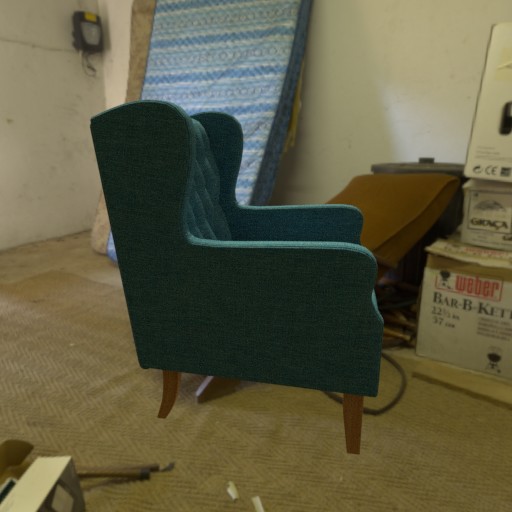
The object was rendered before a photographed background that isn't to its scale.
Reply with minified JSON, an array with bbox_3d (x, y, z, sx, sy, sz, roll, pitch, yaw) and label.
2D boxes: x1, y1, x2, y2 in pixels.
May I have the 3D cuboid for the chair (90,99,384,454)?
[{"bbox_3d":[0.000,0.000,1.481,0.775,0.952,0.711,3,16,10],"label":"chair"}]
